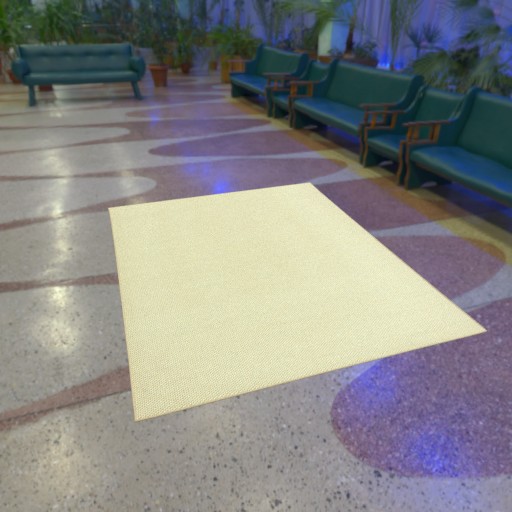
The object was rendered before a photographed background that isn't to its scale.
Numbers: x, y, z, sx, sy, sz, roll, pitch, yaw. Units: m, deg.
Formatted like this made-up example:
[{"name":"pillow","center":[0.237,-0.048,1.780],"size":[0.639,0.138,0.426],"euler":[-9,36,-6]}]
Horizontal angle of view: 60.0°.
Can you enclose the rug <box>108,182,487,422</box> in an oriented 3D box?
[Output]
[{"name":"rug","center":[0.000,0.000,4.043],"size":[2.462,0.018,3.039],"euler":[-10,32,-16]}]
